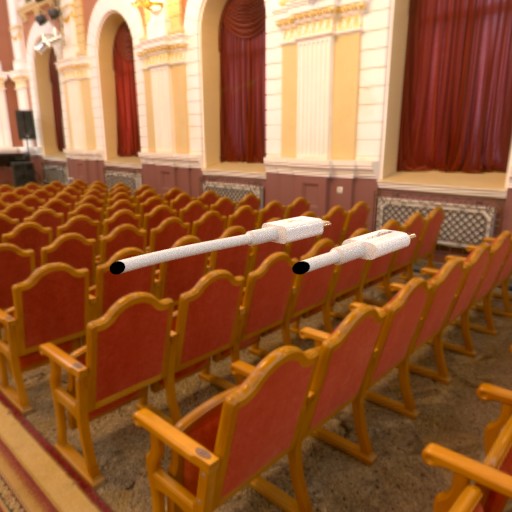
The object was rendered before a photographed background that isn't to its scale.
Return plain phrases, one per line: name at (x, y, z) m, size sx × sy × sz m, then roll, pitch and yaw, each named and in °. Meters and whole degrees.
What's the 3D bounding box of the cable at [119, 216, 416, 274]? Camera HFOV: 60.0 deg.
cable at (0.000, 0.000, 0.110) m, size 0.040 × 0.006 × 0.098 m, roll 14°, pitch 20°, yaw 42°
